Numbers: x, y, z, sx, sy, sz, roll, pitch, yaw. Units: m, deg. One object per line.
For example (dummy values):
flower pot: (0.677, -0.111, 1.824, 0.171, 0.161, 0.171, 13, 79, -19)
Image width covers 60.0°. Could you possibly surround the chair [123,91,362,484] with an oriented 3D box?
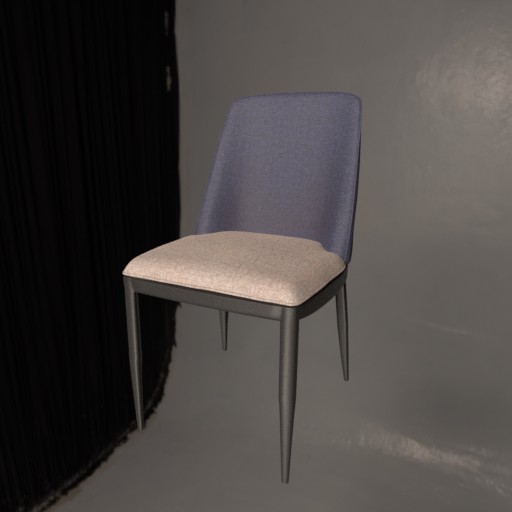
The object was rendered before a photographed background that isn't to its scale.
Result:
chair: (0.000, 0.000, 1.162, 0.480, 0.839, 0.551, 8, 18, 25)
